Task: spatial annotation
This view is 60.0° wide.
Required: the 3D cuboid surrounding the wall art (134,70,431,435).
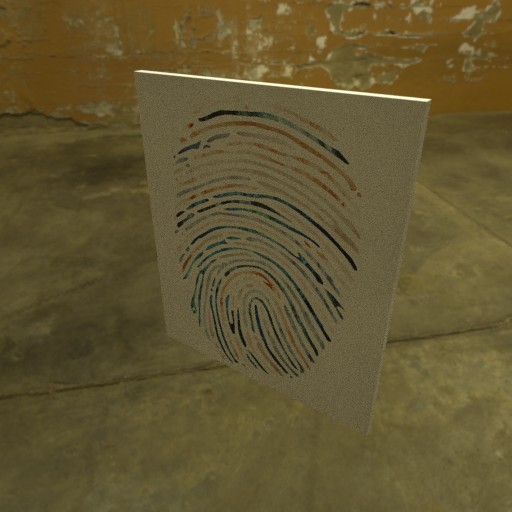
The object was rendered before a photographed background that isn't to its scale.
[{"bbox_3d":[0.000,0.000,0.965,0.609,0.710,0.021,19,34,30],"label":"wall art"}]
